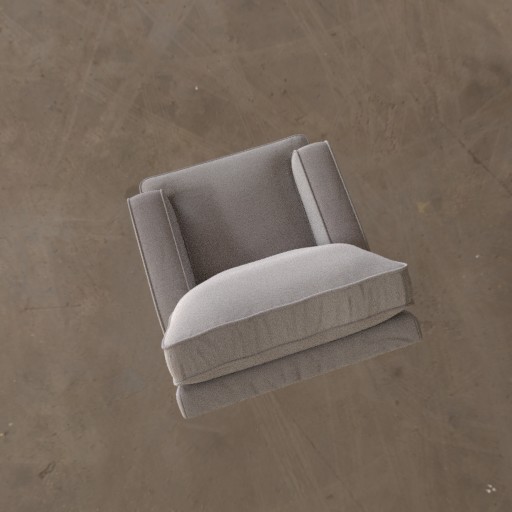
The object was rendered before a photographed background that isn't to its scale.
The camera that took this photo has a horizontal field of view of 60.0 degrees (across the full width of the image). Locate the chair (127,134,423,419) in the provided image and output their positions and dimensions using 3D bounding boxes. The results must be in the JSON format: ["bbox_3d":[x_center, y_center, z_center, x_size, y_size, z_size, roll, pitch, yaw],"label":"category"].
[{"bbox_3d":[0.000,0.000,1.743,0.861,0.964,0.969,-17,76,-4],"label":"chair"}]
